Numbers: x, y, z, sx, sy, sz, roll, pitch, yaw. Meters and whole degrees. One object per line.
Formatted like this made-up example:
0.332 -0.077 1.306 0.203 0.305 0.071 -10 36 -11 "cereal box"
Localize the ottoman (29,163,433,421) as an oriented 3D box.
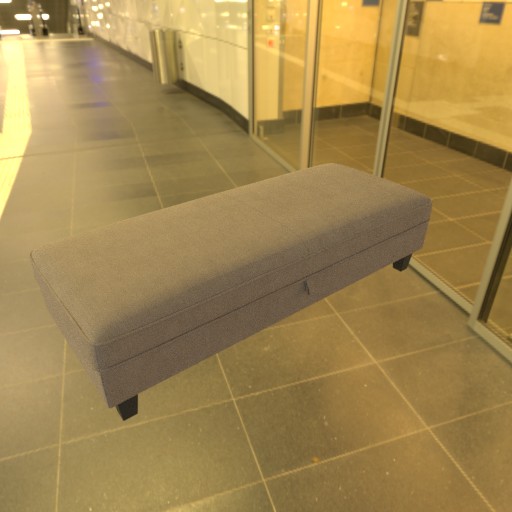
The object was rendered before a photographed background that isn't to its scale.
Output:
0.000 0.000 2.059 1.764 0.470 0.751 -22 37 -32 "ottoman"
